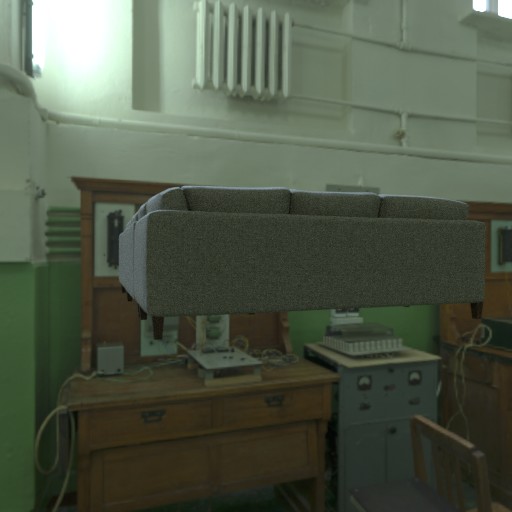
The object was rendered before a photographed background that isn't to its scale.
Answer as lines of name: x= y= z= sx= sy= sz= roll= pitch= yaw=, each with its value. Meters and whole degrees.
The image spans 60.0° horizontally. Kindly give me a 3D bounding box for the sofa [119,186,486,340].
sofa: x=0.000 y=0.000 z=4.587 sx=2.593 sy=0.959 sz=3.460 roll=0 pitch=0 yaw=-20
